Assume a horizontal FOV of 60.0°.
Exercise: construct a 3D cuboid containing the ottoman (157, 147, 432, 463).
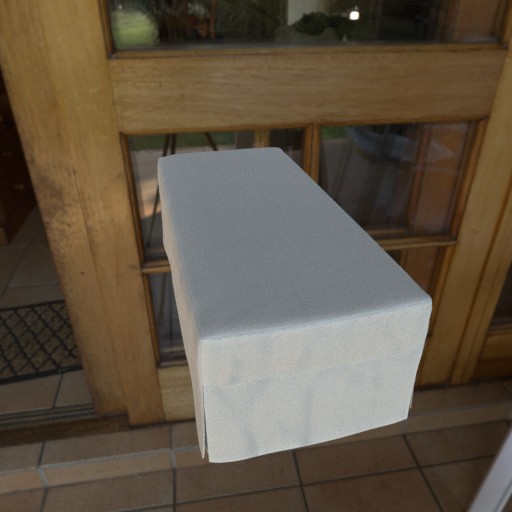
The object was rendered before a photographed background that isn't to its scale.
[{"bbox_3d":[0.000,0.000,1.732,0.665,0.457,1.388,-8,32,-13],"label":"ottoman"}]
